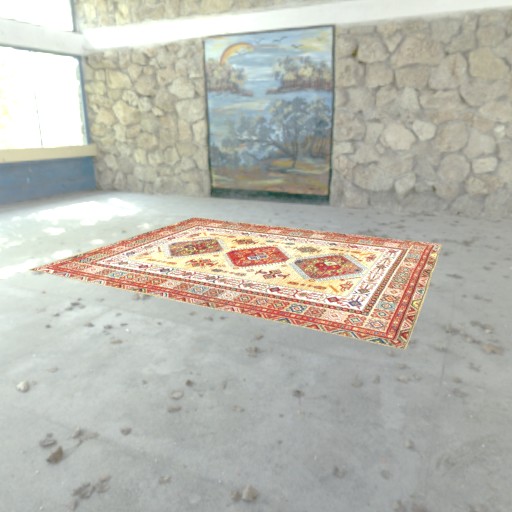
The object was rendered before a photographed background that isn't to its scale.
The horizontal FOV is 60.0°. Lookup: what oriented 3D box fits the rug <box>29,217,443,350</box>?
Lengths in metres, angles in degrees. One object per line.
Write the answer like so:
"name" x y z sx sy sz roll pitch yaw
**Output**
"rug" 0.000 0.000 4.130 3.067 0.005 2.460 8 19 25
